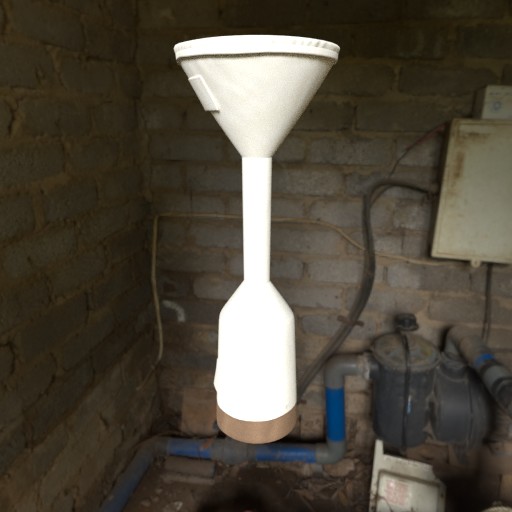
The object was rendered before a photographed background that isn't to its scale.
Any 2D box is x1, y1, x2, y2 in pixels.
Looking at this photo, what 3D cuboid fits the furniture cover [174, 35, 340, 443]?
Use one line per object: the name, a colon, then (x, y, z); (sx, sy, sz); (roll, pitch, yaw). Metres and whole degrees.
furniture cover: (0.000, 0.000, 2.827); (0.914, 2.413, 0.914); (-8, 19, -25)
